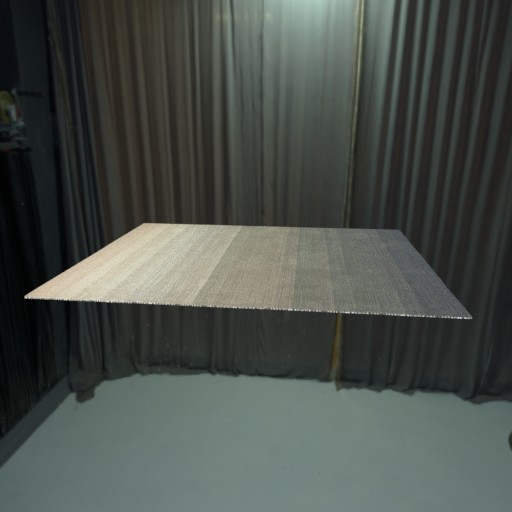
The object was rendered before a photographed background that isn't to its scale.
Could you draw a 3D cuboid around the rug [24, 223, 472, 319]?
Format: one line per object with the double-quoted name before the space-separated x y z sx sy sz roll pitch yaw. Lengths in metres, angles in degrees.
"rug" 0.000 0.000 3.962 2.932 0.015 2.315 2 17 6
